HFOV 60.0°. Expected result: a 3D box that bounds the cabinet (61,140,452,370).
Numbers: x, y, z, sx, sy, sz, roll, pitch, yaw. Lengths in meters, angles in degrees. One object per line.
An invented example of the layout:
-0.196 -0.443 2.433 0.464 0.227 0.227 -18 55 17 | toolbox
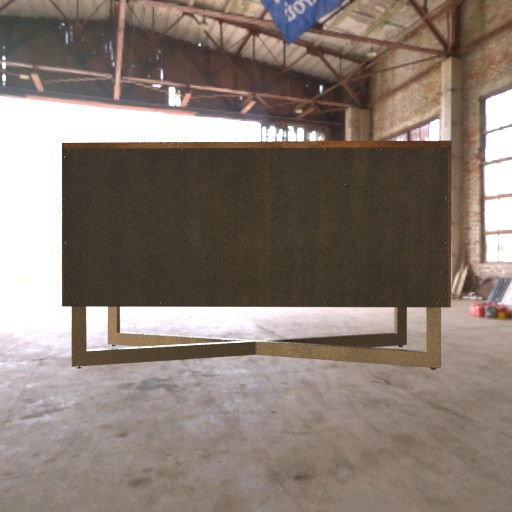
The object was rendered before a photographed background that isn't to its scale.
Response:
0.000 0.000 1.800 1.373 0.812 0.480 0 1 1 | cabinet
